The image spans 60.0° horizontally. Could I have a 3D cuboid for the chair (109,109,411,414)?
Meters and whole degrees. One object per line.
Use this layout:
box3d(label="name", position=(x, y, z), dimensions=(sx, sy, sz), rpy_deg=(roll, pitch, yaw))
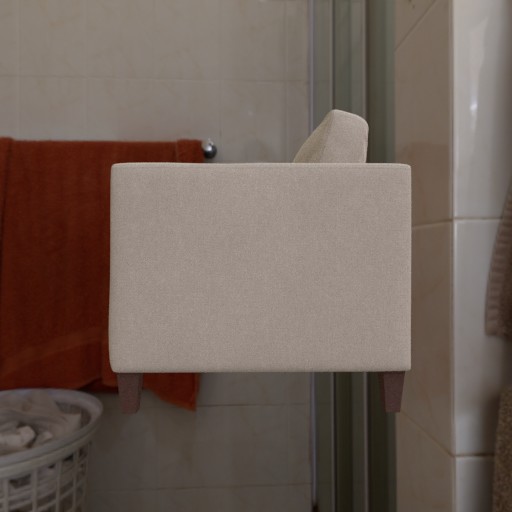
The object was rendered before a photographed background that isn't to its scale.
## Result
box3d(label="chair", position=(0.000, 0.000, 1.866), dimensions=(0.959, 0.961, 1.107), rpy_deg=(0, 0, -1))
